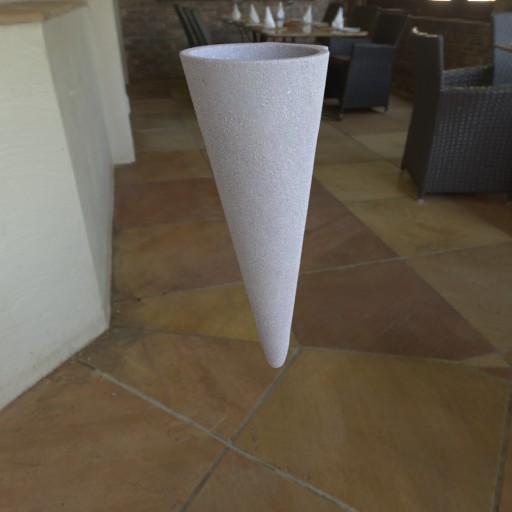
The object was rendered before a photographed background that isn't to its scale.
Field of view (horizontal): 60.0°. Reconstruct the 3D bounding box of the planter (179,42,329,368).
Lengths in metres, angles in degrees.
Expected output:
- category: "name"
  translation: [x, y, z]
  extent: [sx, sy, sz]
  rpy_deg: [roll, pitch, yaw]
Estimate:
- category: "planter"
  translation: [0.000, 0.000, 0.306]
  extent: [0.078, 0.259, 0.087]
  rpy_deg: [19, 36, 29]
